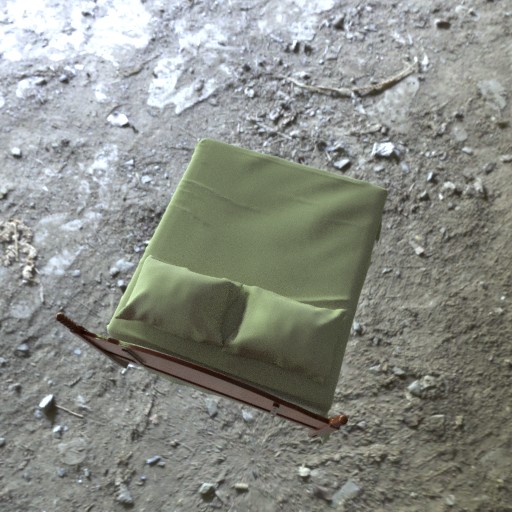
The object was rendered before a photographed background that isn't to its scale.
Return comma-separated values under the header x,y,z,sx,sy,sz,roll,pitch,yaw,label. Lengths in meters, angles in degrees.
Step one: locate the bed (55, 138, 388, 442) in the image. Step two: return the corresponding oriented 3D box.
x,y,z,sx,sy,sz,roll,pitch,yaw,label
0.000,0.000,3.299,1.873,1.356,2.040,18,67,8,bed
